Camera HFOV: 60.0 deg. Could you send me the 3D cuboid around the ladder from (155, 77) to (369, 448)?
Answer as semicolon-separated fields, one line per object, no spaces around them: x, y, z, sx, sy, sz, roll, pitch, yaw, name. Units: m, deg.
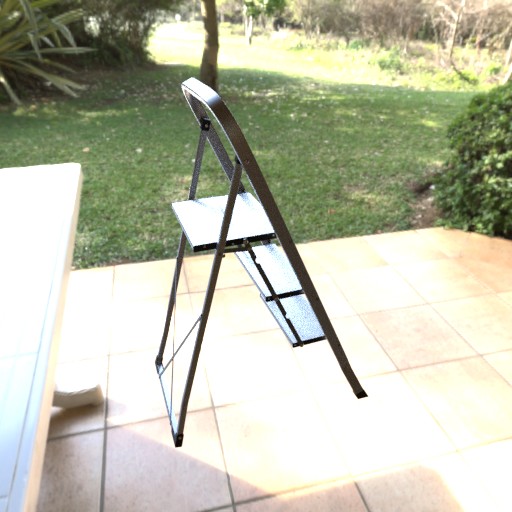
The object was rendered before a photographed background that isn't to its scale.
0.000;0.000;1.430;0.704;1.070;0.465;-10;31;-17;ladder
